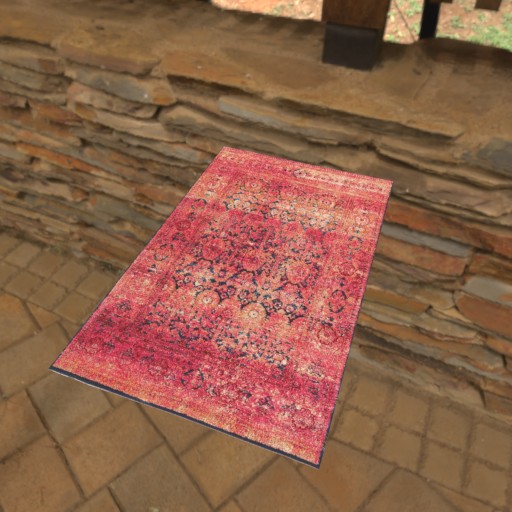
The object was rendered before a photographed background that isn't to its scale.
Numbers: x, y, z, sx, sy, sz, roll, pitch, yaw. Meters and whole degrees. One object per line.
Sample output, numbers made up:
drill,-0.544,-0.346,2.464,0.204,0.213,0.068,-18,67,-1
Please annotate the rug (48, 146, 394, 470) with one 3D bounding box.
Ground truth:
rug,0.000,0.000,3.064,1.539,0.018,2.449,15,47,14
